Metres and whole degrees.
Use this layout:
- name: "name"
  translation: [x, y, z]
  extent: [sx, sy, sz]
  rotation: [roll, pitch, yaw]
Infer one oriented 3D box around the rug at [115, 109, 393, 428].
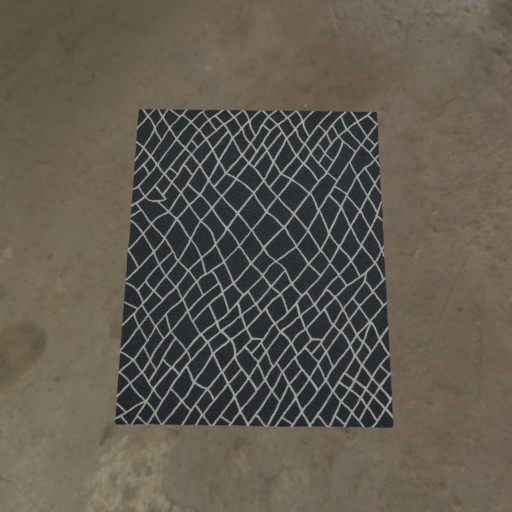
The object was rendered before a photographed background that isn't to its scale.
- name: "rug"
  translation: [0.000, 0.000, 4.197]
  extent: [2.439, 0.022, 3.047]
  rotation: [1, 78, 0]
